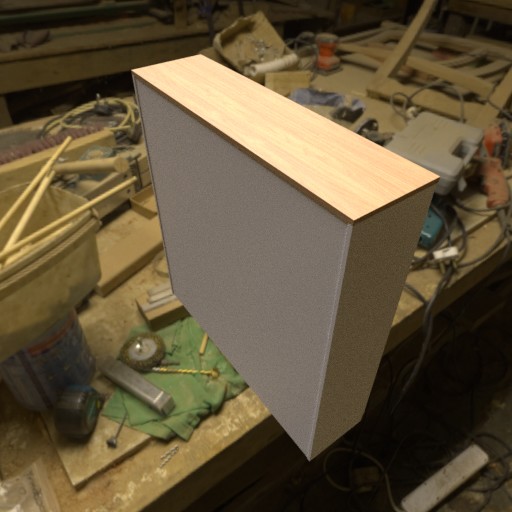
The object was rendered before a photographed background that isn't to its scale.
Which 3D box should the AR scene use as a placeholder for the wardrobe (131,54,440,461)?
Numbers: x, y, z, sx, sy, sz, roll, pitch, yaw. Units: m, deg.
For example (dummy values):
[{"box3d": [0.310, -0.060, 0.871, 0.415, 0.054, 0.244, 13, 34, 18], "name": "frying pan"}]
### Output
[{"box3d": [0.000, 0.000, 3.348, 0.590, 2.260, 2.160, -26, 48, -26], "name": "wardrobe"}]
